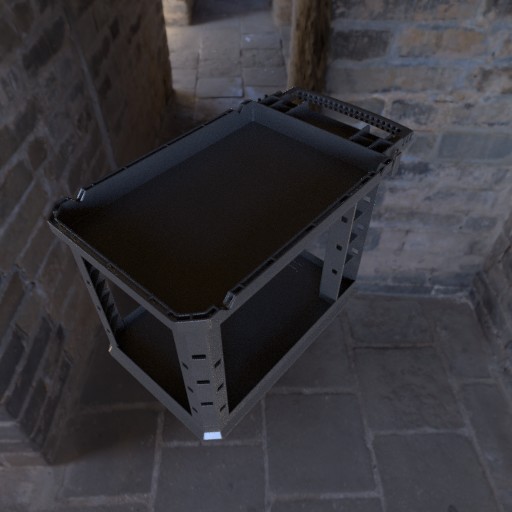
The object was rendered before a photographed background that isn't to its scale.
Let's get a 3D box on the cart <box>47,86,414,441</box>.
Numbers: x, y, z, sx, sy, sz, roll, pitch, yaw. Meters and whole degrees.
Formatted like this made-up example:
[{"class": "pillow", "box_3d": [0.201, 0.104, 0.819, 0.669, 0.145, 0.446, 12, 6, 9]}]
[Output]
[{"class": "cart", "box_3d": [0.000, 0.000, 1.819, 0.674, 0.884, 1.239, 32, 54, 27]}]
